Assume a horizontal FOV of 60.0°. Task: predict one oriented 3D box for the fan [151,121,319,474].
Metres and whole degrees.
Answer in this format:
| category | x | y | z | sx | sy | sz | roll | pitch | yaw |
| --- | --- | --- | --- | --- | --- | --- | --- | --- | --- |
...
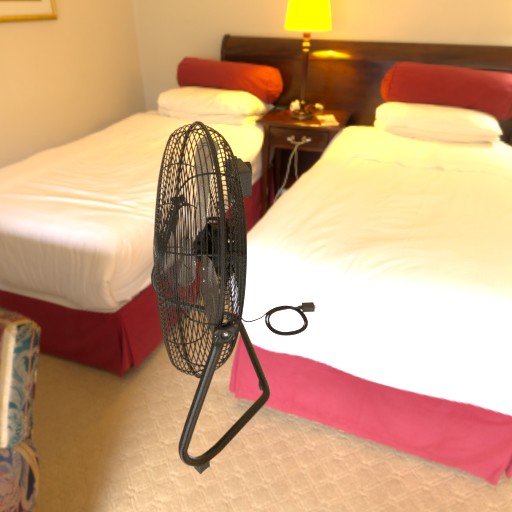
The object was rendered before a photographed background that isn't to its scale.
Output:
| category | x | y | z | sx | sy | sz | roll | pitch | yaw |
| --- | --- | --- | --- | --- | --- | --- | --- | --- | --- |
| fan | 0.000 | 0.000 | 0.912 | 0.424 | 0.546 | 0.555 | -8 | 32 | -14 |
